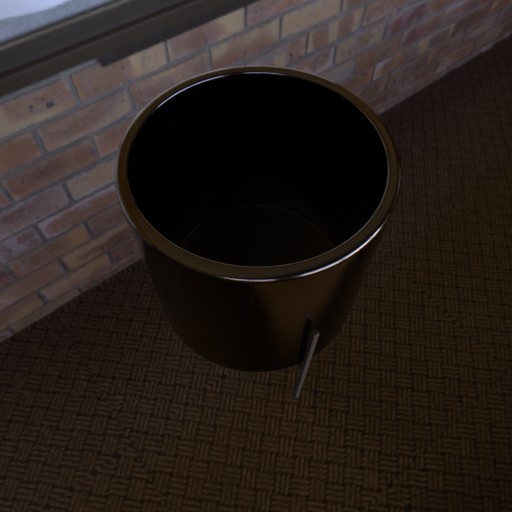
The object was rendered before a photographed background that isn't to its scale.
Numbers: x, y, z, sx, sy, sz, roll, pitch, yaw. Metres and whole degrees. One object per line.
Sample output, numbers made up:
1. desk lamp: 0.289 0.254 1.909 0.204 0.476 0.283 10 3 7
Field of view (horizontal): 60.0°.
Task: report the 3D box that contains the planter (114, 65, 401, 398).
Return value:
1. planter: 0.000 0.000 0.651 0.310 0.432 0.310 18 61 10
